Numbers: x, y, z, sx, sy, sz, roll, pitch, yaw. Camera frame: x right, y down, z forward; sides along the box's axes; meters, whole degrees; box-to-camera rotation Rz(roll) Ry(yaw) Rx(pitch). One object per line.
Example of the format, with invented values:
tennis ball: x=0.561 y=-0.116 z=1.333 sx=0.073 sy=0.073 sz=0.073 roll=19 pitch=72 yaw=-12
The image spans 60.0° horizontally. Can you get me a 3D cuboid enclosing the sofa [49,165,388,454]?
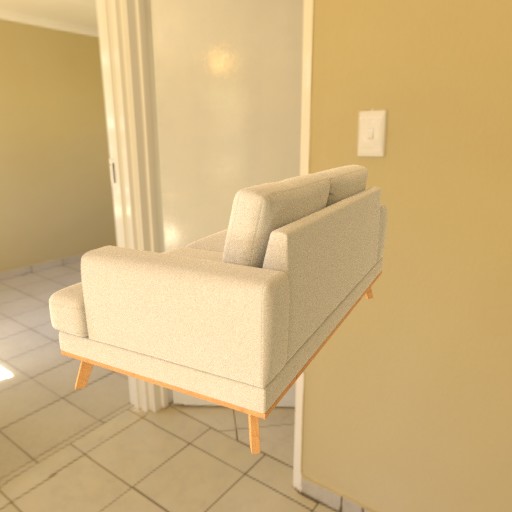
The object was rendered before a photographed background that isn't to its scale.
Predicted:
sofa: x=0.000 y=0.000 z=2.121 sx=0.915 sy=0.810 sz=1.651 roll=8 pitch=17 yaw=26
